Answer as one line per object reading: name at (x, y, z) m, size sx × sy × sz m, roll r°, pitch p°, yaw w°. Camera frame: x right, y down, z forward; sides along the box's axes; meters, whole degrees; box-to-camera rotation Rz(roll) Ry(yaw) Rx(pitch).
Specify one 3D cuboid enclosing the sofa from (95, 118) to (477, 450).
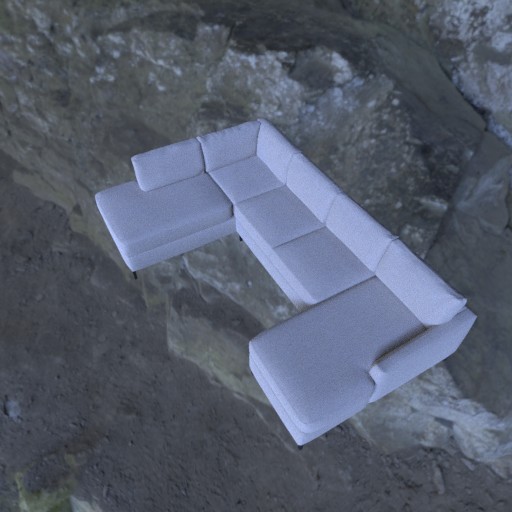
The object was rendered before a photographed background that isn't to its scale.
sofa at (0.000, 0.000, 3.830) m, size 1.989 × 0.862 × 2.984 m, roll -23°, pitch 51°, yaw -20°
